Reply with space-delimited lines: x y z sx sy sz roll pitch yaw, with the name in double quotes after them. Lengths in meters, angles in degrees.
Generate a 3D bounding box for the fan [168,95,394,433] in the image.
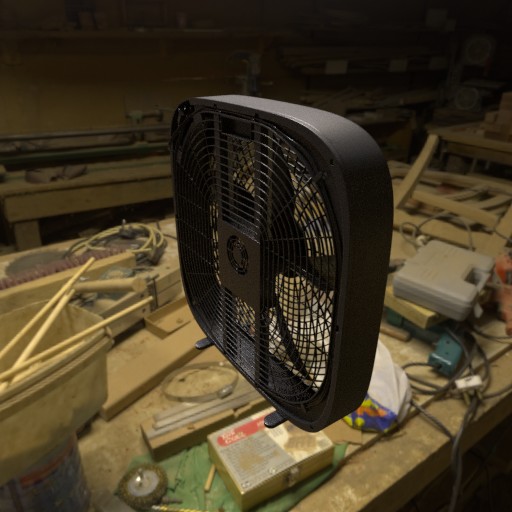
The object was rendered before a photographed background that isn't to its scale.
0.000 0.000 0.808 0.142 0.533 0.526 -17 31 -30 "fan"
